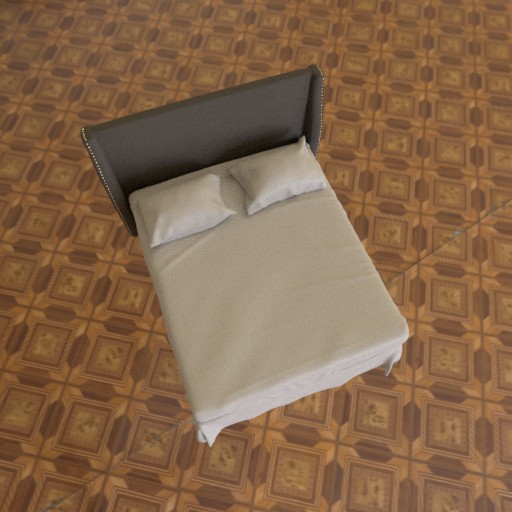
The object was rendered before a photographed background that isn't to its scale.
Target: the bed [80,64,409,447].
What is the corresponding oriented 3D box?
[{"bbox_3d":[0.000,0.000,3.484,1.925,1.332,2.276,-19,65,-9],"label":"bed"}]
